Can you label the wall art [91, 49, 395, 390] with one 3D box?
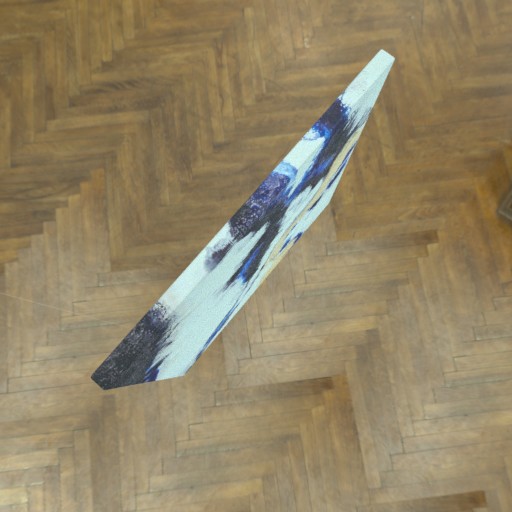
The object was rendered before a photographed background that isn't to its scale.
[{"bbox_3d":[0.000,0.000,1.299,0.038,0.885,0.887,39,80,9],"label":"wall art"}]
